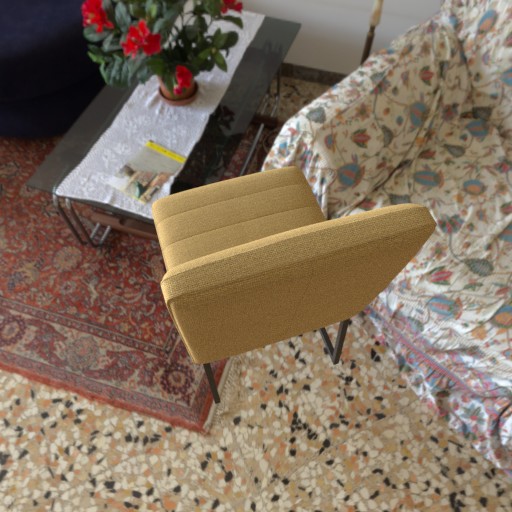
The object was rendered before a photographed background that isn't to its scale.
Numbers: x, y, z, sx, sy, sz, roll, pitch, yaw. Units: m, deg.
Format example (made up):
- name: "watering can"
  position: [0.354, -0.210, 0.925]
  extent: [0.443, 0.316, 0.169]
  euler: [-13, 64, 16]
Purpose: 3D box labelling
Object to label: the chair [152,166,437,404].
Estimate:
- name: "chair"
  position: [0.000, 0.000, 1.296]
  extent: [0.520, 0.930, 0.634]
  euler: [-16, 60, -9]
